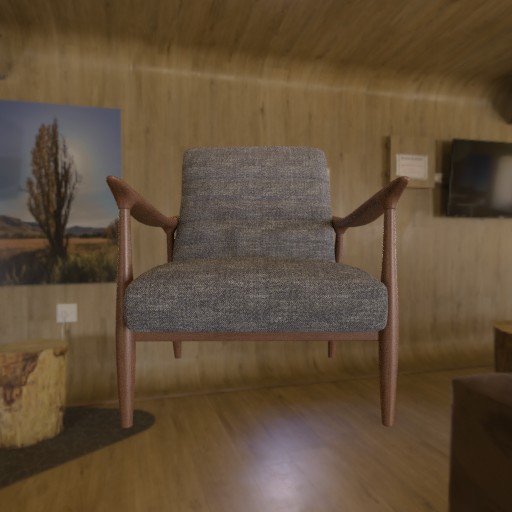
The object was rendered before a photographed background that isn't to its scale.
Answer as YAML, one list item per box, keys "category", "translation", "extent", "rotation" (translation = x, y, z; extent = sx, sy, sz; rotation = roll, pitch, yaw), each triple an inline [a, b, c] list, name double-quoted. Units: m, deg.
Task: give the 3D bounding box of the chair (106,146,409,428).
- category: "chair"
  translation: [0.000, 0.000, 1.395]
  extent: [0.741, 0.832, 0.798]
  rotation: [0, 2, -1]
